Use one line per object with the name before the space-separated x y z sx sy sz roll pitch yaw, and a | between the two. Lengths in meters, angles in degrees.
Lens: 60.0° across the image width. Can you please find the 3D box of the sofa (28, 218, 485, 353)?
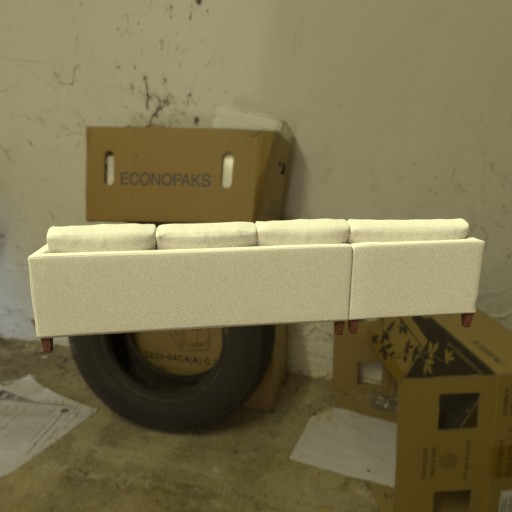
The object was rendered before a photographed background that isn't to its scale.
sofa | 0.000 0.000 3.858 3.186 0.846 1.625 -2 15 -8
